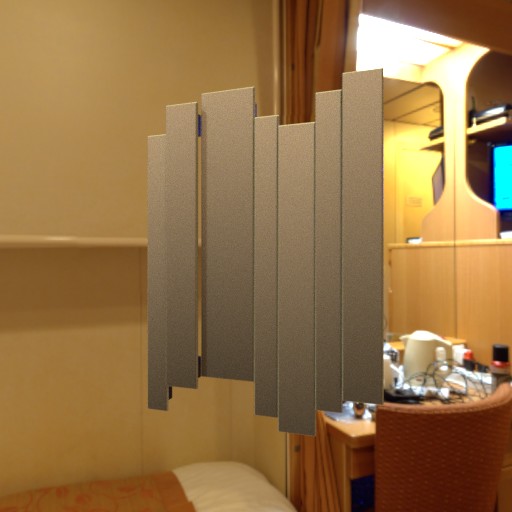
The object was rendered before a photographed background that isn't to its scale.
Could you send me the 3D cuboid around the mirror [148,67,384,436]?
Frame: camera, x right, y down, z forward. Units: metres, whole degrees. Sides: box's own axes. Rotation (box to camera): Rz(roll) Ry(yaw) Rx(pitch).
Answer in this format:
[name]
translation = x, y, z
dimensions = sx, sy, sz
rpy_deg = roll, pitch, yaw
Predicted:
[mirror]
translation = 0.000, 0.000, 0.798
dimensions = 0.445, 0.611, 0.058
rpy_deg = 0, 0, 19
